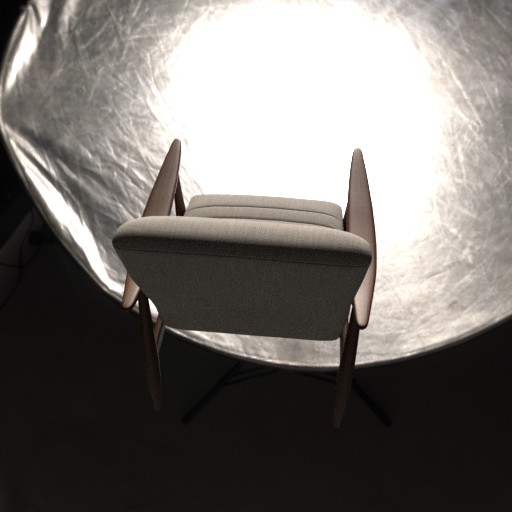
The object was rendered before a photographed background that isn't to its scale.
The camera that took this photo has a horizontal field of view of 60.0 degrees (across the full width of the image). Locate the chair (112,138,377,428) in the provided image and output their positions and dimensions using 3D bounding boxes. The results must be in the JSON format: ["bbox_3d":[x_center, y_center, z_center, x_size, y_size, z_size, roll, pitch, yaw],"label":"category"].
[{"bbox_3d":[0.000,0.000,1.471,0.741,0.832,0.798,4,45,4],"label":"chair"}]
